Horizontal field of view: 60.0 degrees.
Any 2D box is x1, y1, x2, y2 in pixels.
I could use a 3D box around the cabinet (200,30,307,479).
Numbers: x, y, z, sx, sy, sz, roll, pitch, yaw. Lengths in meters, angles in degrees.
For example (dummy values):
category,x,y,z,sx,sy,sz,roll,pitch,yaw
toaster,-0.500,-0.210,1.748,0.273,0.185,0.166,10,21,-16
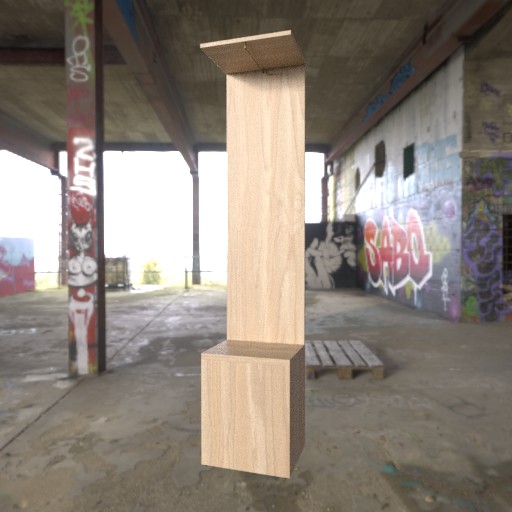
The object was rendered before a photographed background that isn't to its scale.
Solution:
category,x,y,z,sx,sy,sz,roll,pitch,yaw
cabinet,0.000,0.000,2.073,0.411,1.879,0.338,0,1,18
